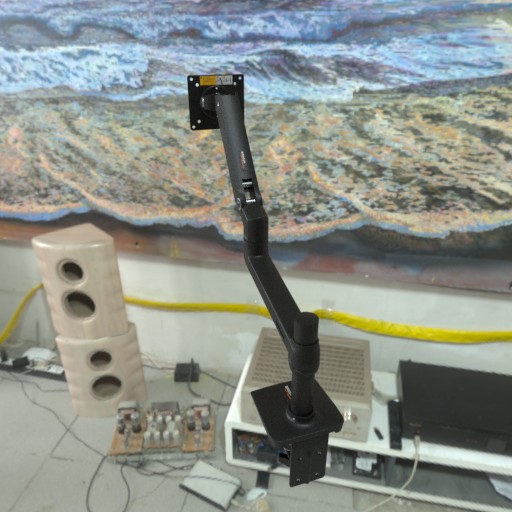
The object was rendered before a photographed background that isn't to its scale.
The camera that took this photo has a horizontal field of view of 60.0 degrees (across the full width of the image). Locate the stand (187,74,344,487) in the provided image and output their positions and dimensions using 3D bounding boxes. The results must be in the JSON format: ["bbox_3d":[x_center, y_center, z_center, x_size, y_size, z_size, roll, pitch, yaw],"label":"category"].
[{"bbox_3d":[0.000,0.000,0.998,0.152,0.713,0.650,-8,28,-17],"label":"stand"}]
